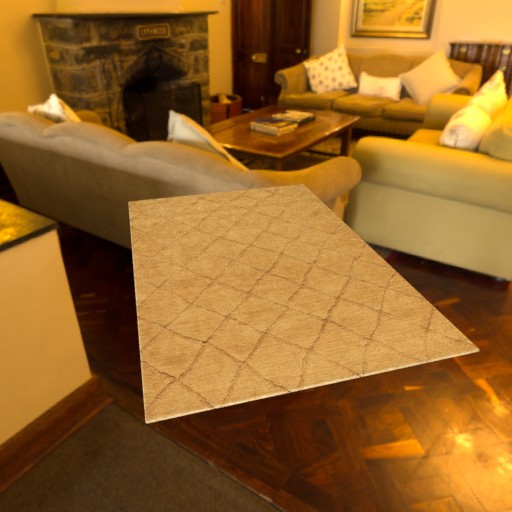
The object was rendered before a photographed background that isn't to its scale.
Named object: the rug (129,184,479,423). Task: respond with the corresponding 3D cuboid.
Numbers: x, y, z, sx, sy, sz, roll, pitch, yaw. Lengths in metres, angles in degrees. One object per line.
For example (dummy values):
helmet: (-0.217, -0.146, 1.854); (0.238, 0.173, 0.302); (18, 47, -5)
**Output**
rug: (0.000, 0.000, 2.852); (1.528, 0.014, 2.292); (-8, 30, -14)
